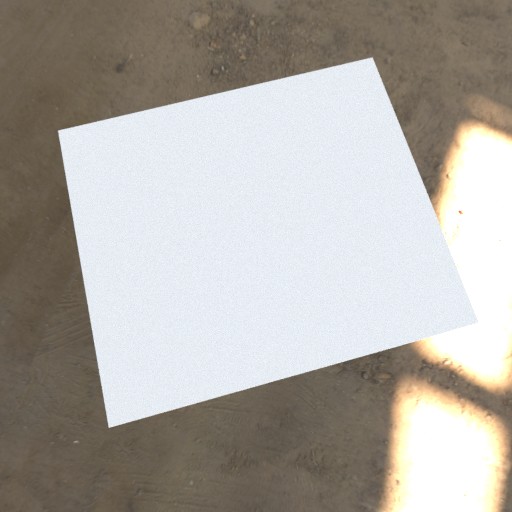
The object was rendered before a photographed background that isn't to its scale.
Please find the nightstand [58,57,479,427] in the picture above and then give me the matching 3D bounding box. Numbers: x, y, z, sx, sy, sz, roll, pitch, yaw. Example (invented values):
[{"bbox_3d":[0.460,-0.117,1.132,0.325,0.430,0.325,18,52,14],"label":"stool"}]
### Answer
[{"bbox_3d":[0.000,0.000,0.760,0.470,0.351,0.408,-15,75,-4],"label":"nightstand"}]
